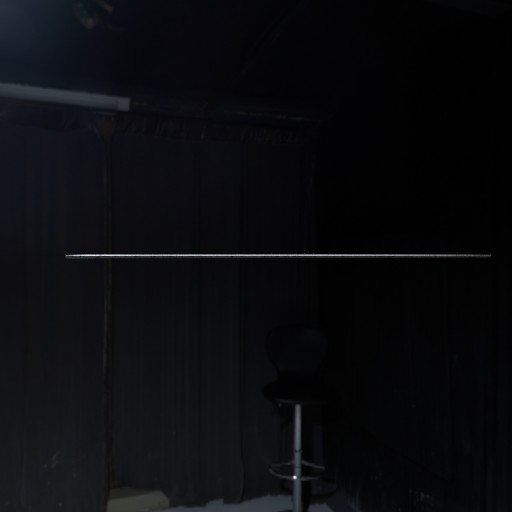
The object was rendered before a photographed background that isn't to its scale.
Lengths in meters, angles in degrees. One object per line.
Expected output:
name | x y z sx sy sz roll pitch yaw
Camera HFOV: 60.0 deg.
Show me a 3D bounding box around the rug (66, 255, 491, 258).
rug | 0.000 0.000 3.967 2.959 0.016 2.317 0 0 -19
